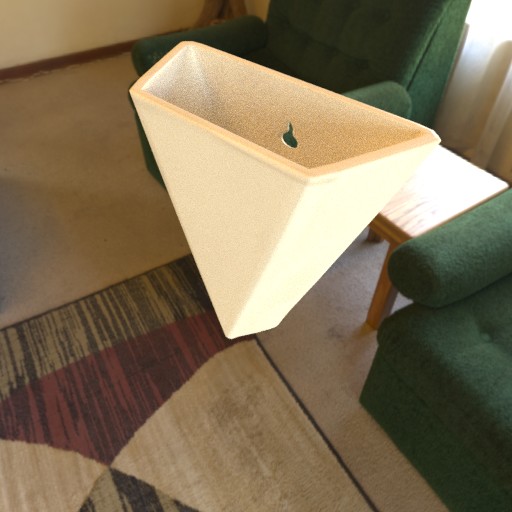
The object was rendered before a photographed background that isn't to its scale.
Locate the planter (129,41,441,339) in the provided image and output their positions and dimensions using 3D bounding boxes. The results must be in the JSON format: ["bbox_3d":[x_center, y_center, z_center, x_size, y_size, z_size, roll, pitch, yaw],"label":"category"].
[{"bbox_3d":[0.000,0.000,0.266,0.150,0.197,0.060,32,54,27],"label":"planter"}]
